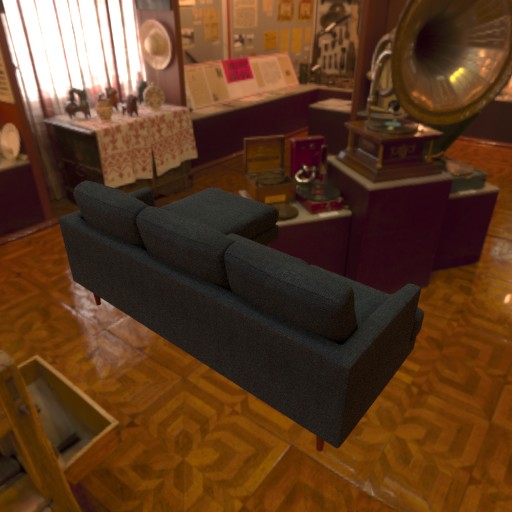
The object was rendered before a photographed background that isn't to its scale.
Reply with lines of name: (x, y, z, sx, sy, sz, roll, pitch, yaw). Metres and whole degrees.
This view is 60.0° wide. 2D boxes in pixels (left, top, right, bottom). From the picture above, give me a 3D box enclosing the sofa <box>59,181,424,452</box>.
sofa: (0.000, 0.000, 2.979, 2.233, 0.956, 1.504, 22, 37, 33)
